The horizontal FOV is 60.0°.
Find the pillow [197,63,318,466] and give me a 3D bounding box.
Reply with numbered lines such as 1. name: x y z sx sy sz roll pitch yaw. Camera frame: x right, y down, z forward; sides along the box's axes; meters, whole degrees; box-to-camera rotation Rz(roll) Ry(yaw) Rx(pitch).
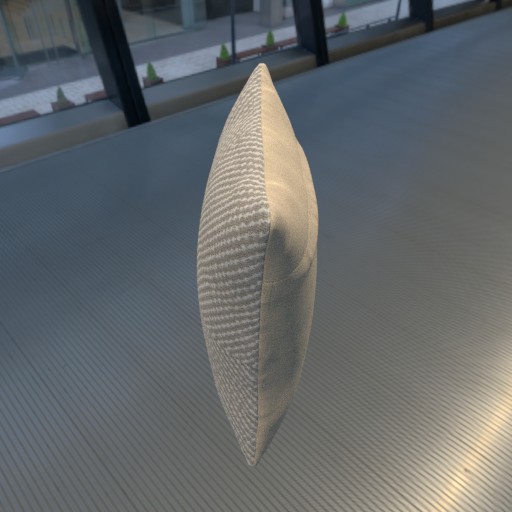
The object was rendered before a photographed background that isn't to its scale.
1. pillow: 0.000 0.000 0.700 0.181 0.458 0.459 0 40 0
